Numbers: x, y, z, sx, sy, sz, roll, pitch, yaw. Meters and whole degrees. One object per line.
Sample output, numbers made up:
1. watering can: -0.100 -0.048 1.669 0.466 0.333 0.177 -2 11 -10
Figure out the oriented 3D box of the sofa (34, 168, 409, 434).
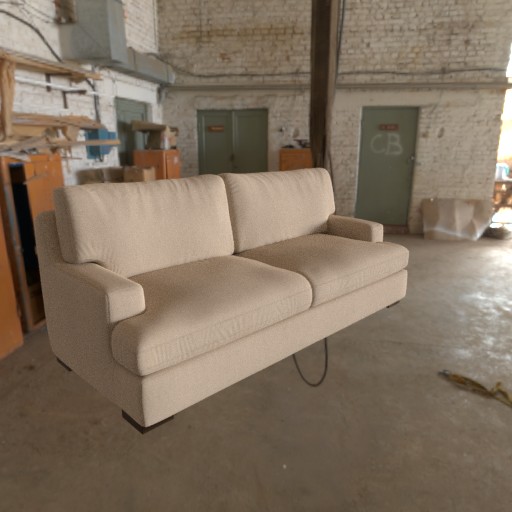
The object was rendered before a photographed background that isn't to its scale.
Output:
1. sofa: 0.000 0.000 2.611 2.147 0.925 0.929 -14 20 -43
